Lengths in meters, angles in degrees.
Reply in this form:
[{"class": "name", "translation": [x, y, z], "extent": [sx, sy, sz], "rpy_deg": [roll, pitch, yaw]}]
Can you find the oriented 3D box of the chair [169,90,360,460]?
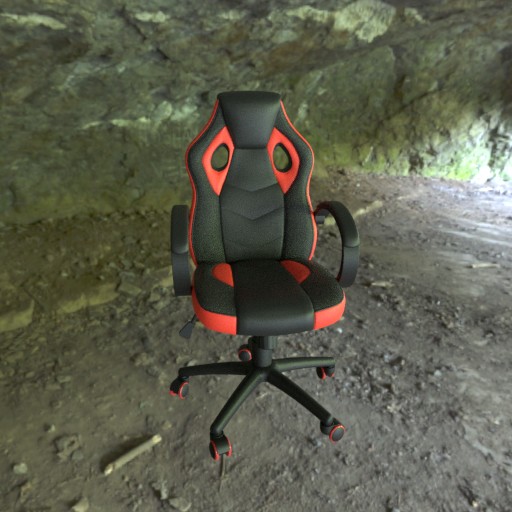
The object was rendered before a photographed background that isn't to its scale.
[{"class": "chair", "translation": [0.000, 0.000, 1.413], "extent": [0.600, 1.016, 0.642], "rpy_deg": [-2, 18, -7]}]
